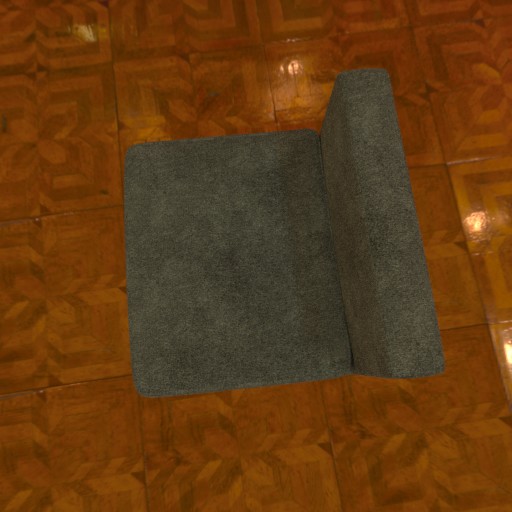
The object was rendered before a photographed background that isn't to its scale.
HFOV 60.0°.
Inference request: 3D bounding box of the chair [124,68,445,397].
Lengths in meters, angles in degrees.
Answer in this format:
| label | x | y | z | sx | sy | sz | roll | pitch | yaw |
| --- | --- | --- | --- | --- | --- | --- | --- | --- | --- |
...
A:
| label | x | y | z | sx | sy | sz | roll | pitch | yaw |
| --- | --- | --- | --- | --- | --- | --- | --- | --- | --- |
| chair | 0.000 | 0.000 | 1.204 | 0.680 | 0.660 | 0.680 | -6 | 77 | -1 |
